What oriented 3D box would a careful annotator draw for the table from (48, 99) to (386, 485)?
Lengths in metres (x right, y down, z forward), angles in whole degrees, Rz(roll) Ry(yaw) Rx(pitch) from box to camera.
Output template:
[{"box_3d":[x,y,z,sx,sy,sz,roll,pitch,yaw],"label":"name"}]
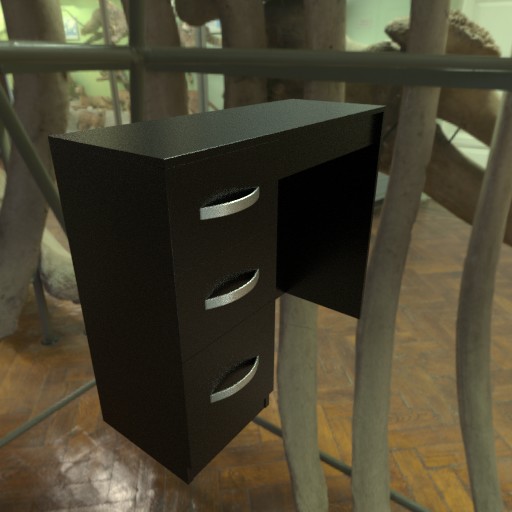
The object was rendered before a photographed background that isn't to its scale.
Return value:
[{"box_3d":[0.000,0.000,1.319,0.380,0.790,0.930,18,30,33],"label":"table"}]
